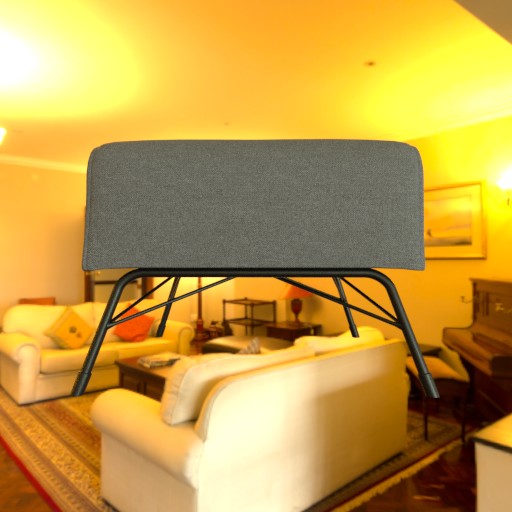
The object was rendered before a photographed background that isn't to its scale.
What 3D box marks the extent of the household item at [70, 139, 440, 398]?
[{"bbox_3d":[0.000,0.000,0.895,0.530,0.410,0.530,0,-1,1],"label":"household item"}]
